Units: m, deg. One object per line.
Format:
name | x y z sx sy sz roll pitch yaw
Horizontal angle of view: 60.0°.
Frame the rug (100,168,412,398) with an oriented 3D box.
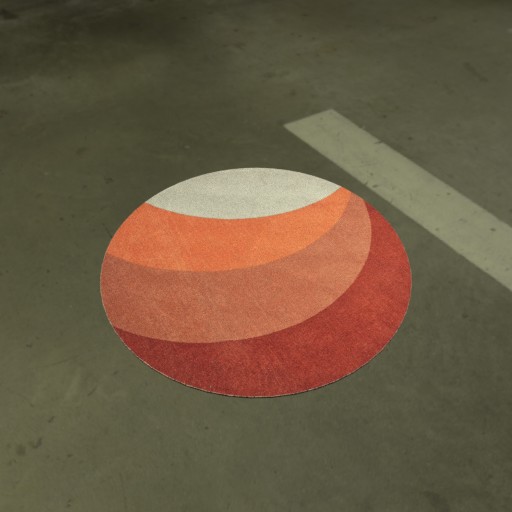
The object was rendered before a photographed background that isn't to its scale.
rug | 0.000 0.000 2.219 1.514 0.015 1.514 0 46 0
